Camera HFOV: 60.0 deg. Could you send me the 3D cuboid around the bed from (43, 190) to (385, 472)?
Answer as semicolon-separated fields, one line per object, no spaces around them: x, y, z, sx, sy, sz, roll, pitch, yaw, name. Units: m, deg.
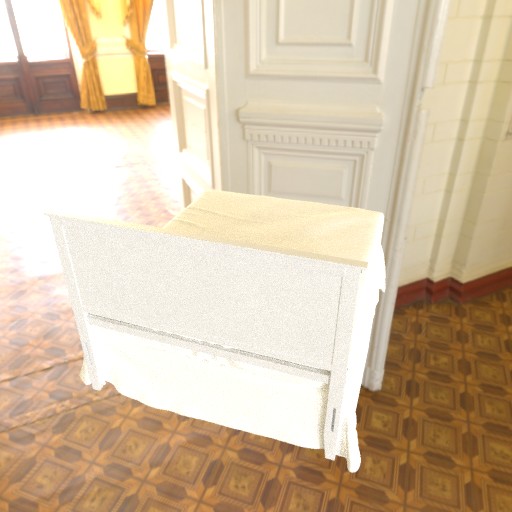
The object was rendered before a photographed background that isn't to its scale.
0.000;0.000;3.174;1.876;1.269;2.047;10;31;17;bed
